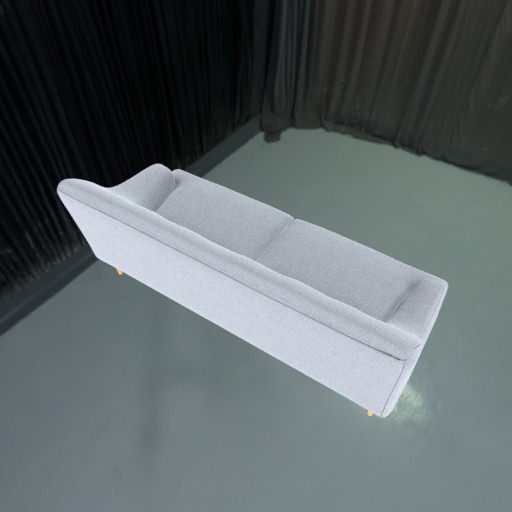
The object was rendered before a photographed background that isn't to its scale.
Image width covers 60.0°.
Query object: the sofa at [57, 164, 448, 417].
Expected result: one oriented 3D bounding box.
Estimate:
[{"bbox_3d":[0.000,0.000,2.602,2.057,0.871,0.978,25,52,22],"label":"sofa"}]
